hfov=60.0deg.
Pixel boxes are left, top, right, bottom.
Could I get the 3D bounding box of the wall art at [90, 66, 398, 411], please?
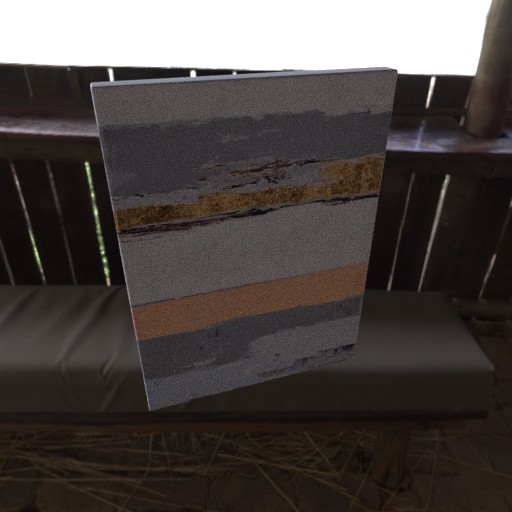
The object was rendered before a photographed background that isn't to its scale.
[{"bbox_3d":[0.000,0.000,0.797,0.456,0.609,0.038,-10,32,-16],"label":"wall art"}]
